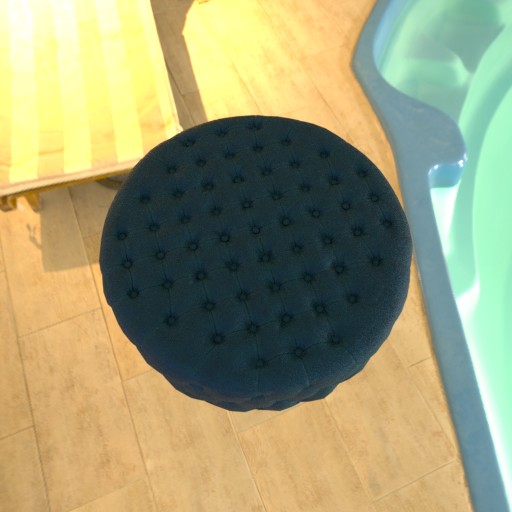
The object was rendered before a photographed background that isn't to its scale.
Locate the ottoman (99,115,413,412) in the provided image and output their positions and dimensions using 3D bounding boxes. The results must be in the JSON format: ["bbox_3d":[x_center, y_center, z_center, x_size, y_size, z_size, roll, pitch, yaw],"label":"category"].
[{"bbox_3d":[0.000,0.000,1.518,0.998,0.398,0.998,0,64,0],"label":"ottoman"}]
